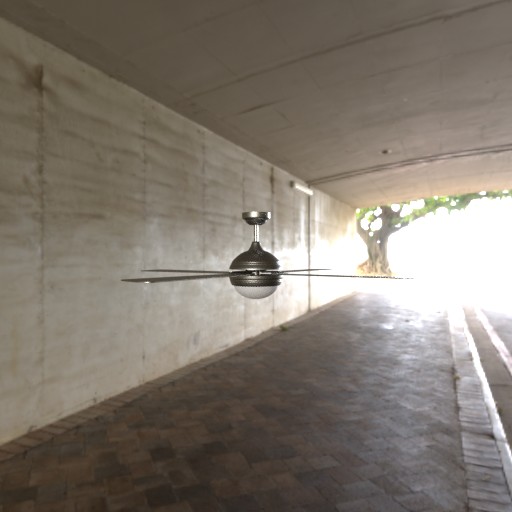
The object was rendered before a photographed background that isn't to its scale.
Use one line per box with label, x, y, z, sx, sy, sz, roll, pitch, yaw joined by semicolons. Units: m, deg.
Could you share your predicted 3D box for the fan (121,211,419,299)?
fan;0.000;0.000;1.963;1.321;0.381;1.321;0;0;-35
